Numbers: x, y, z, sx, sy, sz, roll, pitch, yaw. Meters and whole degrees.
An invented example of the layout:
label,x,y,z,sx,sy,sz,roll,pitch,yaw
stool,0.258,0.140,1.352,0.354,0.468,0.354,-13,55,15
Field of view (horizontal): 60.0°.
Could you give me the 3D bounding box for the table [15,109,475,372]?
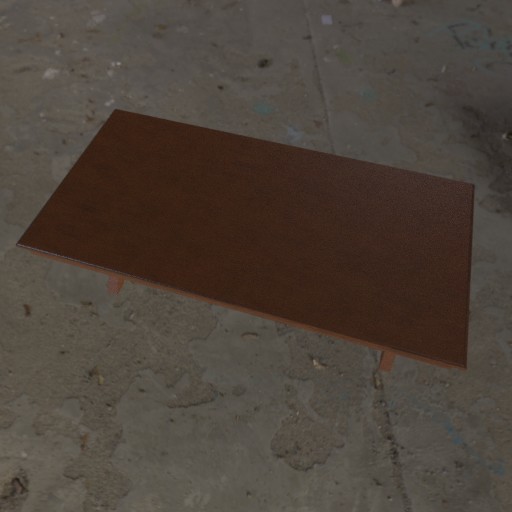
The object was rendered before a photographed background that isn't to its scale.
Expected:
label,x,y,z,sx,sy,sz,roll,pitch,yaw
table,0.000,0.000,1.460,1.197,0.459,0.594,14,58,9
